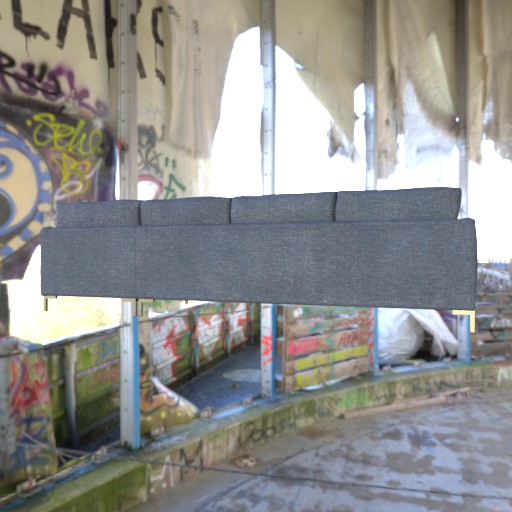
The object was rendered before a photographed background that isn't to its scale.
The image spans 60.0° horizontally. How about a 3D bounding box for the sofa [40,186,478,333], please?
[{"bbox_3d":[0.000,0.000,3.413,2.932,0.810,1.350,0,0,18],"label":"sofa"}]
